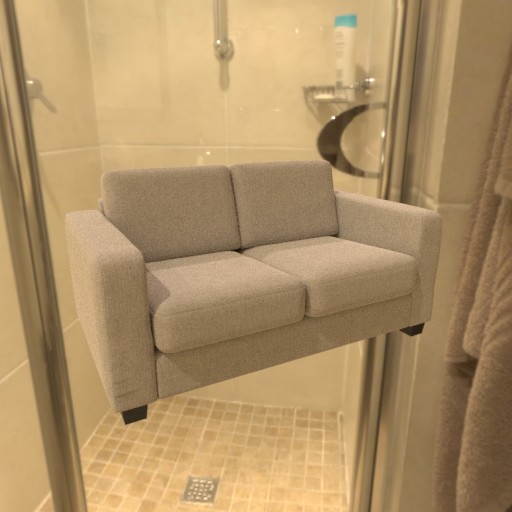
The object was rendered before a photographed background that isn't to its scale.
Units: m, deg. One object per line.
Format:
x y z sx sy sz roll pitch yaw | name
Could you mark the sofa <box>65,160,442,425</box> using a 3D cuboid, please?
0.000 0.000 2.061 1.540 0.800 0.900 -9 19 -27 | sofa
